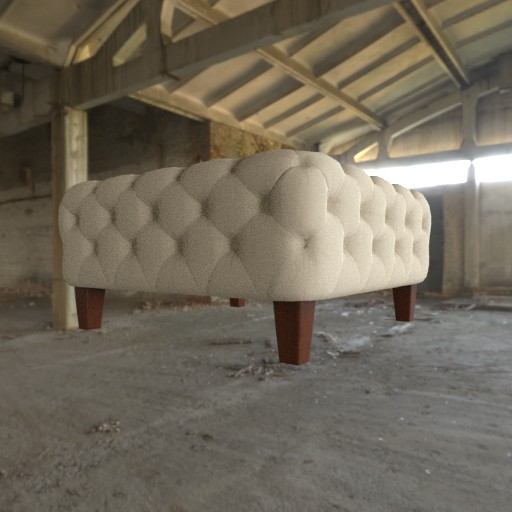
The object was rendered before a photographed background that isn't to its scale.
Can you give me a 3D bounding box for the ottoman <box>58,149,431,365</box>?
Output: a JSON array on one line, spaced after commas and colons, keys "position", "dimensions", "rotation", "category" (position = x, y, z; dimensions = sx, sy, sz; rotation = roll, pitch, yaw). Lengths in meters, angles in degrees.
[{"position": [0.000, 0.000, 1.215], "dimensions": [0.753, 0.376, 0.755], "rotation": [0, 0, 36], "category": "ottoman"}]
